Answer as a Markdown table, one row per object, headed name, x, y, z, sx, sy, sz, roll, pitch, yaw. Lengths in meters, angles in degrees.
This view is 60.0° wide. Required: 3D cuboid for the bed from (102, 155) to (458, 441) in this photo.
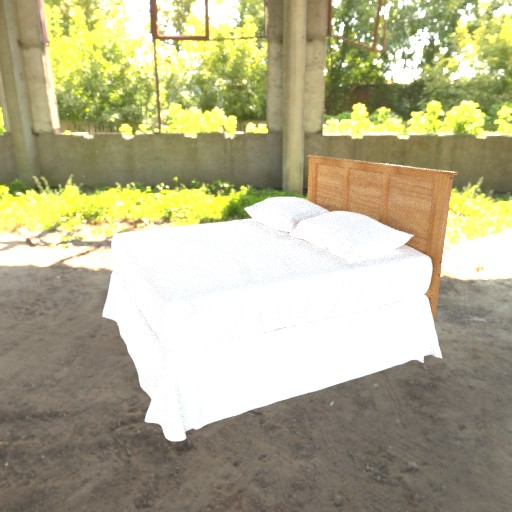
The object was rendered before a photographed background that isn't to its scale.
| name | x | y | z | sx | sy | sz | roll | pitch | yaw |
| --- | --- | --- | --- | --- | --- | --- | --- | --- | --- |
| bed | 0.000 | 0.000 | 3.233 | 2.035 | 1.273 | 1.870 | -8 | 19 | -25 |
